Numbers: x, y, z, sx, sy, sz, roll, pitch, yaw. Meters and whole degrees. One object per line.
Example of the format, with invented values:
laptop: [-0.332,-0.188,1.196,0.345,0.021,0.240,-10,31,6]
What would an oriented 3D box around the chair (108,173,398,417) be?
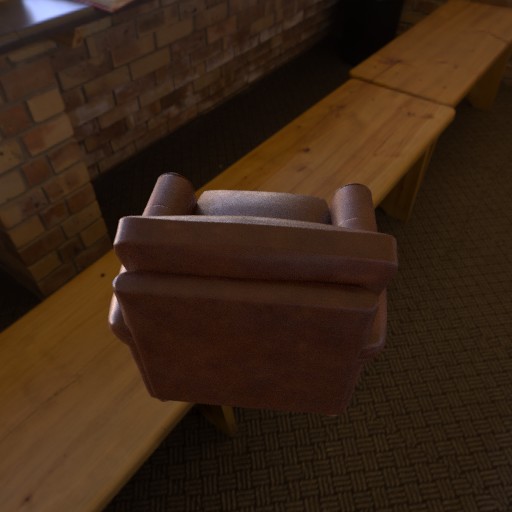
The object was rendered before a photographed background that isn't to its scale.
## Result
chair: [0.000,0.000,1.842,0.989,0.972,0.992,4,47,4]
